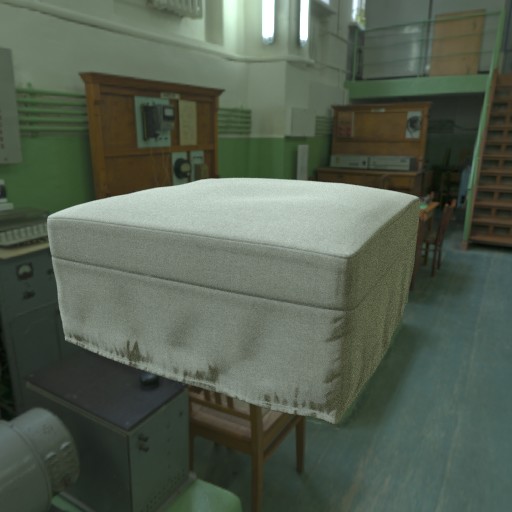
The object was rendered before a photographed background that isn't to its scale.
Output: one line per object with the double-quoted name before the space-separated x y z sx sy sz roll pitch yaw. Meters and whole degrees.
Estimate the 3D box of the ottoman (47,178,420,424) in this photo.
"ottoman" 0.000 0.000 1.361 0.840 0.436 0.843 8 18 27
